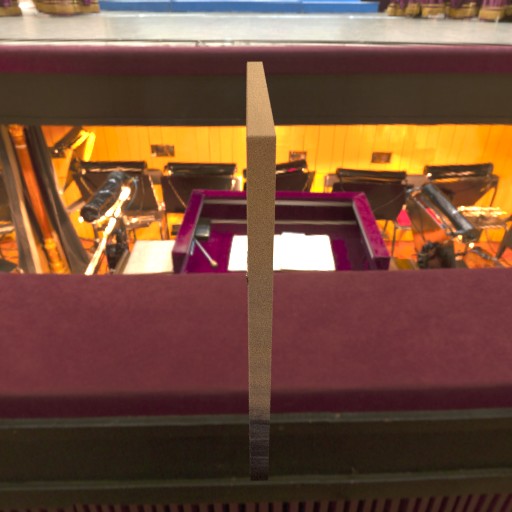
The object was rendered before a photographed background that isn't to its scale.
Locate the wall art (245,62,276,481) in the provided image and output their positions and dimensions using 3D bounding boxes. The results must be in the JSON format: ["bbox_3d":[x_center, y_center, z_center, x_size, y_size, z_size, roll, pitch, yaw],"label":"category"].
[{"bbox_3d":[0.000,0.000,0.977,0.041,0.710,0.608,0,31,-1],"label":"wall art"}]
